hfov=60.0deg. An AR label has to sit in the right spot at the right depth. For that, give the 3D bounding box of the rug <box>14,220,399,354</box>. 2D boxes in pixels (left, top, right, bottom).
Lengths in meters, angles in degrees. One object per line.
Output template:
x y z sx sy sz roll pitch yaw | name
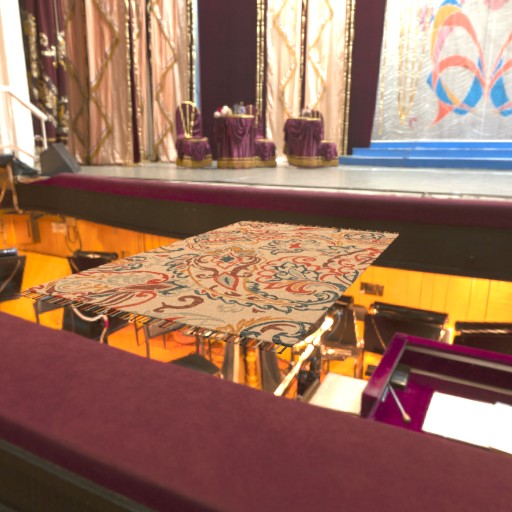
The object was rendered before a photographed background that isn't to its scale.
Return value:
0.000 0.000 3.074 1.523 0.010 2.584 7 16 26 | rug
